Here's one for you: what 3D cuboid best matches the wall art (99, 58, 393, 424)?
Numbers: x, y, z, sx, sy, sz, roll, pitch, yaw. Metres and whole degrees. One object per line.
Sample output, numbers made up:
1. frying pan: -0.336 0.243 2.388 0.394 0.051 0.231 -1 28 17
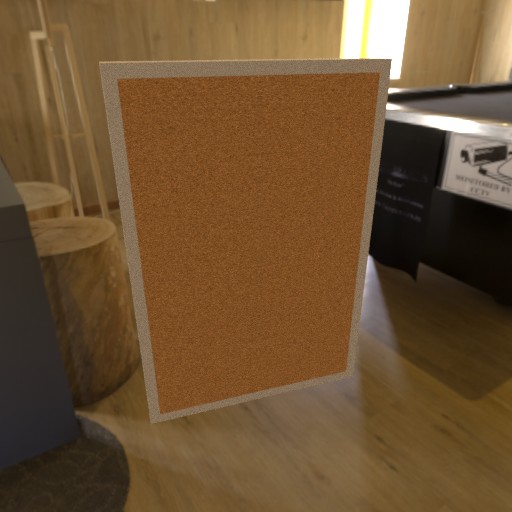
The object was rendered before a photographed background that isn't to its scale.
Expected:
1. wall art: 0.000 0.000 0.812 0.450 0.657 0.038 -8 27 -16
